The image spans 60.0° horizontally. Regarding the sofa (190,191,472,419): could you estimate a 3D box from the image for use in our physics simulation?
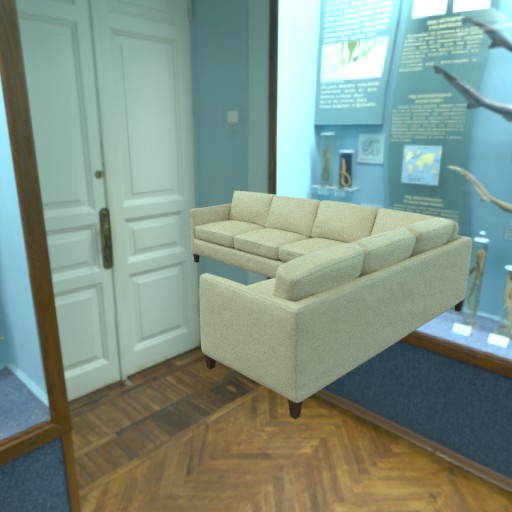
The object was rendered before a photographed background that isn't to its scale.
[{"bbox_3d":[0.000,0.000,4.510,2.593,0.947,3.302,-14,21,-42],"label":"sofa"}]
